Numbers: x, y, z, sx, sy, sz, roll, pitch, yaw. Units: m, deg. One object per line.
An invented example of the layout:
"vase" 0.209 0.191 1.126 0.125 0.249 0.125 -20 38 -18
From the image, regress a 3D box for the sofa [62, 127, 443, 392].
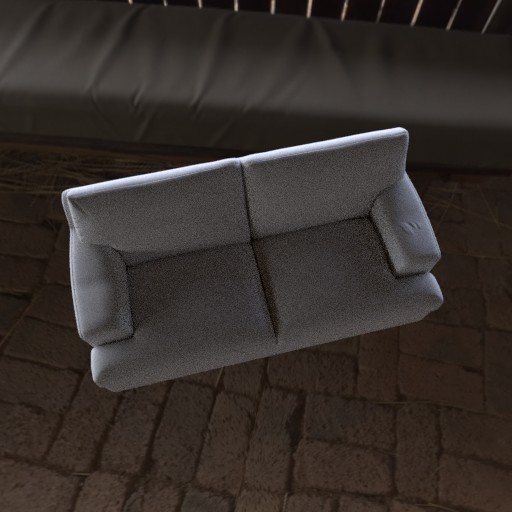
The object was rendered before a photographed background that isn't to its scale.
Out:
"sofa" 0.000 0.000 2.835 2.261 0.940 1.143 -12 64 -6
